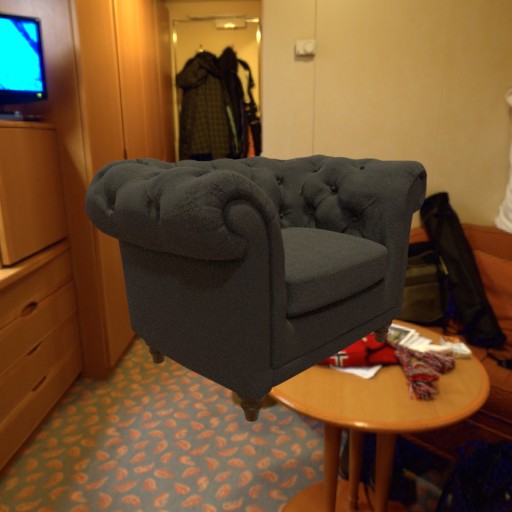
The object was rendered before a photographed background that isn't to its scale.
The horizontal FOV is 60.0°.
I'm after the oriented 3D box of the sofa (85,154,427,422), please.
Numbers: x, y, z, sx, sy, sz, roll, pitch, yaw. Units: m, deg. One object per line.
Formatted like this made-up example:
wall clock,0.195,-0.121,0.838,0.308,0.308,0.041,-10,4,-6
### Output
sofa,0.000,0.000,2.024,1.032,0.878,1.405,14,20,43
